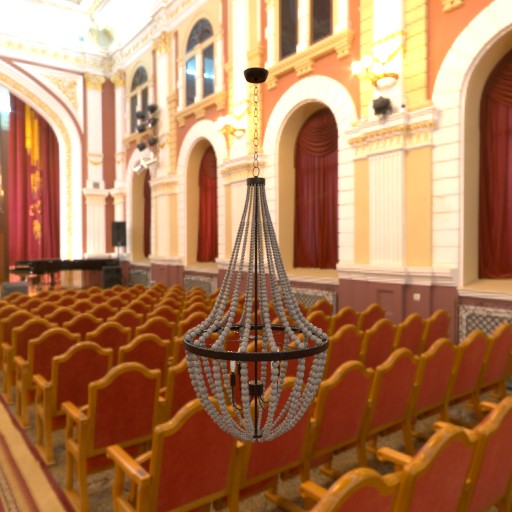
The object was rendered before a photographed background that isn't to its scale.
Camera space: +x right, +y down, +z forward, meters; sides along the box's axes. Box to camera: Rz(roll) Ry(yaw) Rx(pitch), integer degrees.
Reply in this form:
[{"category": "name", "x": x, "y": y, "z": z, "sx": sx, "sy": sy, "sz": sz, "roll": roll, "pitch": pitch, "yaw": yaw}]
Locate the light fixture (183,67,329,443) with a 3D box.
[{"category": "light fixture", "x": 0.000, "y": 0.000, "z": 1.378, "sx": 0.450, "sy": 1.133, "sz": 0.450, "roll": 0, "pitch": 1, "yaw": 0}]
